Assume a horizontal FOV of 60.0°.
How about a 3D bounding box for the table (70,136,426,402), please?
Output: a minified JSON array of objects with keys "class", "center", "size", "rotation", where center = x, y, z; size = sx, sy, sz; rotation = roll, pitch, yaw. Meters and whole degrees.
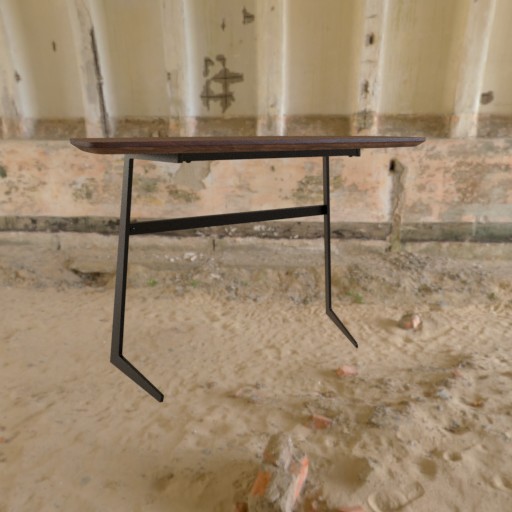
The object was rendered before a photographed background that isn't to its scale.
[{"class":"table","center":[0.000,0.000,1.117],"size":[0.804,0.576,0.361],"rotation":[-8,18,-26]}]
